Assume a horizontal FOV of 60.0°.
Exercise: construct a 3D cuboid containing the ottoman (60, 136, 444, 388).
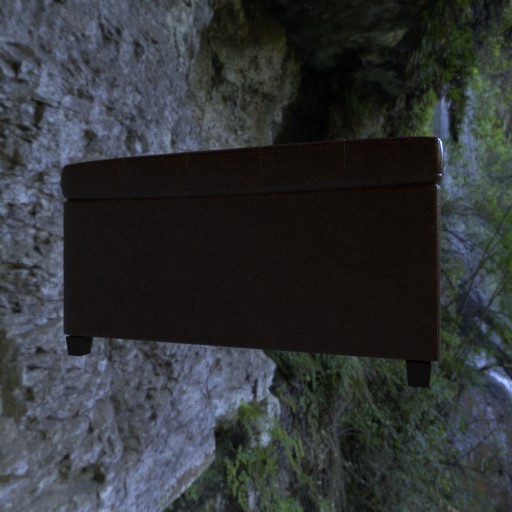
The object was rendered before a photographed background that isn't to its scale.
[{"bbox_3d":[0.000,0.000,1.108,0.838,0.470,0.432,0,1,18],"label":"ottoman"}]
